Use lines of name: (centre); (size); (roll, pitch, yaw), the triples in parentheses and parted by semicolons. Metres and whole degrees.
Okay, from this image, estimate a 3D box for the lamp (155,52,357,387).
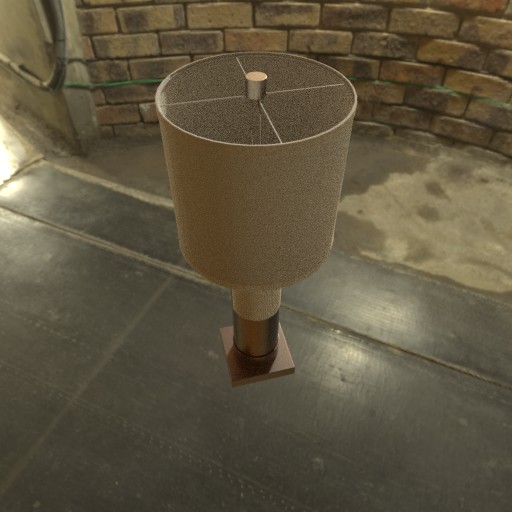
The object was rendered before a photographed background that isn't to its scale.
lamp: (0.000, 0.000, 0.619); (0.202, 0.509, 0.202); (-10, 47, -10)
